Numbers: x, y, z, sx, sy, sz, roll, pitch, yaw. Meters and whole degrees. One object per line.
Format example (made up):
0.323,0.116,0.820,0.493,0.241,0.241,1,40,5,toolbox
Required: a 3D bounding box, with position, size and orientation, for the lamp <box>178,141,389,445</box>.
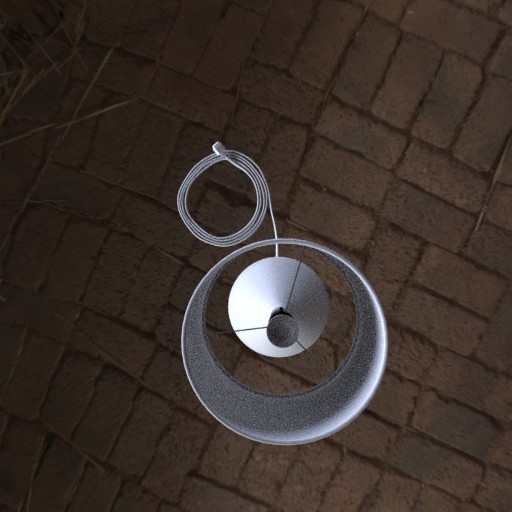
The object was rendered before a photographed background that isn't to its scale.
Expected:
0.000,0.000,0.874,0.401,0.457,0.546,0,92,1,lamp
